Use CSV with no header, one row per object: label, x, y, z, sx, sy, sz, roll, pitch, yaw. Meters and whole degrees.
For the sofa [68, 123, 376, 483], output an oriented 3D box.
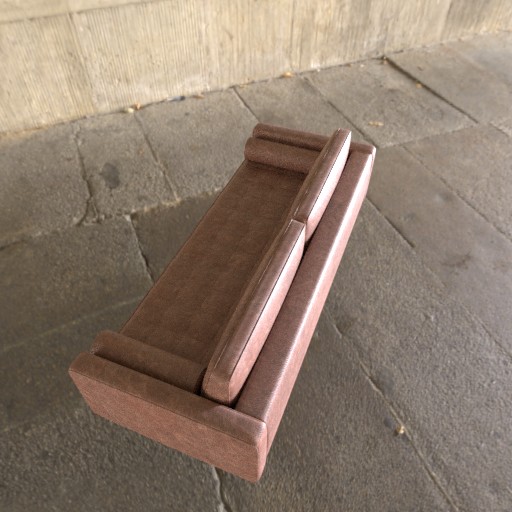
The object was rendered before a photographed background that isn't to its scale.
sofa,0.000,0.000,2.611,0.914,0.762,2.210,16,49,15
